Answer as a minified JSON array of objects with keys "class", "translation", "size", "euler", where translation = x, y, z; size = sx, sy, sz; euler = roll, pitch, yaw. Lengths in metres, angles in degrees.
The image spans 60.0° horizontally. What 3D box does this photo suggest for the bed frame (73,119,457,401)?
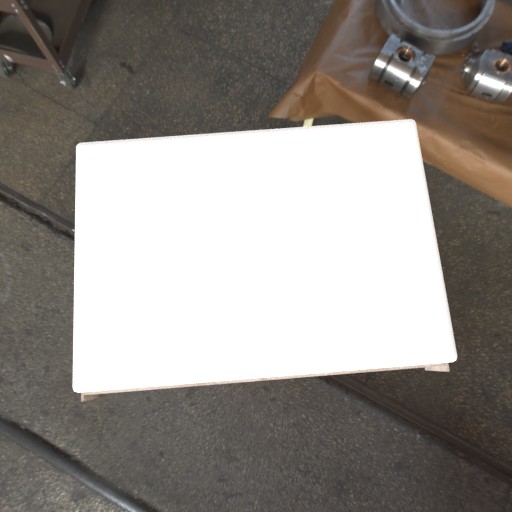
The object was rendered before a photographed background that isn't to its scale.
[{"class":"bed frame","translation":[0.000,0.000,2.562],"size":[1.945,0.497,1.445],"euler":[-4,77,-1]}]
